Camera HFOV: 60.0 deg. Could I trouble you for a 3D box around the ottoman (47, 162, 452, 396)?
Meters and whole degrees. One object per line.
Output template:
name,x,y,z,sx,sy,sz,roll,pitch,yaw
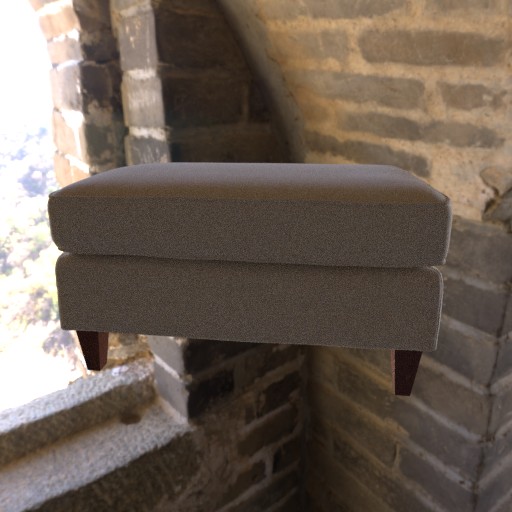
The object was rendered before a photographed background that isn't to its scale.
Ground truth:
ottoman,0.000,0.000,1.209,0.862,0.484,0.583,2,17,8
